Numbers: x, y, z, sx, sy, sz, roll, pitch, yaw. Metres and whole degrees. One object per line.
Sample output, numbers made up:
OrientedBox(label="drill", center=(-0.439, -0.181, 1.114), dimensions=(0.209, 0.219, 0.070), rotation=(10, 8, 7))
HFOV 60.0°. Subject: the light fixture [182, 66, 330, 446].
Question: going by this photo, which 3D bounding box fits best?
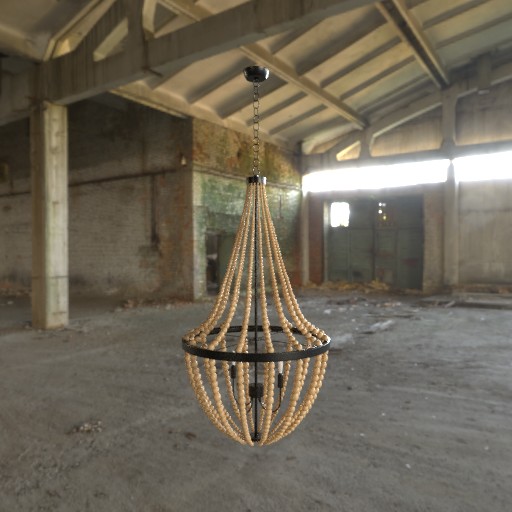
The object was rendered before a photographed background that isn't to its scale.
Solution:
OrientedBox(label="light fixture", center=(0.000, 0.000, 1.362), dimensions=(0.450, 1.133, 0.450), rotation=(0, 0, 0))
